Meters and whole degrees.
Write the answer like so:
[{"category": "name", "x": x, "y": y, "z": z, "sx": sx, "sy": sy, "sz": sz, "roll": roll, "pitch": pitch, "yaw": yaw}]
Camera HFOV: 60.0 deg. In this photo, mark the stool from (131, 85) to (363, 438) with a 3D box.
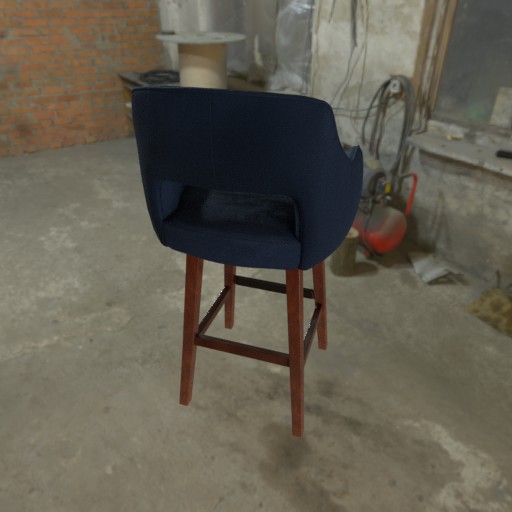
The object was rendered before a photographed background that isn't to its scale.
[{"category": "stool", "x": 0.000, "y": 0.000, "z": 1.325, "sx": 0.550, "sy": 1.041, "sz": 0.560, "roll": 10, "pitch": 32, "yaw": 16}]
